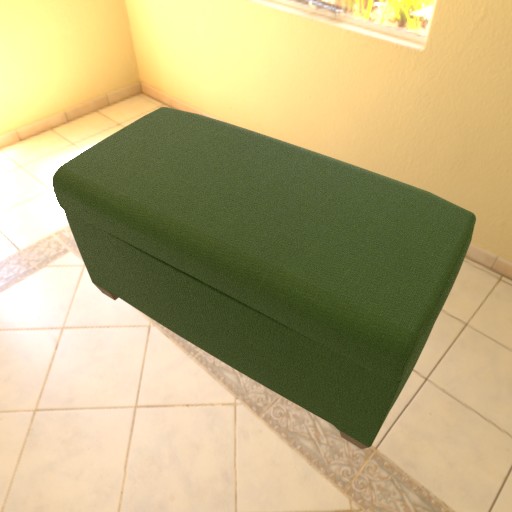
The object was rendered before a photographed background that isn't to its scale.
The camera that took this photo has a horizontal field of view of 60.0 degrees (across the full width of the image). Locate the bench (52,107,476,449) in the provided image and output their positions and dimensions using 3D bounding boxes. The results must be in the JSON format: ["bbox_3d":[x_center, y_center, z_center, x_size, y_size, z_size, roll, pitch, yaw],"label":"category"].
[{"bbox_3d":[0.000,0.000,1.250,0.989,0.501,0.505,25,50,23],"label":"bench"}]
